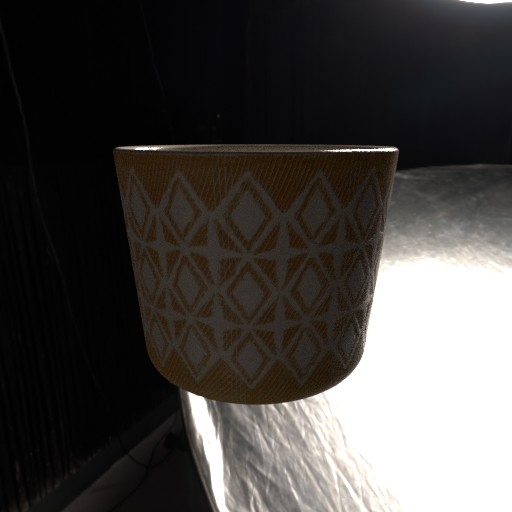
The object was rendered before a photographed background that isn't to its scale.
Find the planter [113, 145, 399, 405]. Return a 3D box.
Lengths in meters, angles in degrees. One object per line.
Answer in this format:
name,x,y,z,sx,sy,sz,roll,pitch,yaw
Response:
planter,0.000,0.000,0.219,0.126,0.104,0.126,0,15,0
